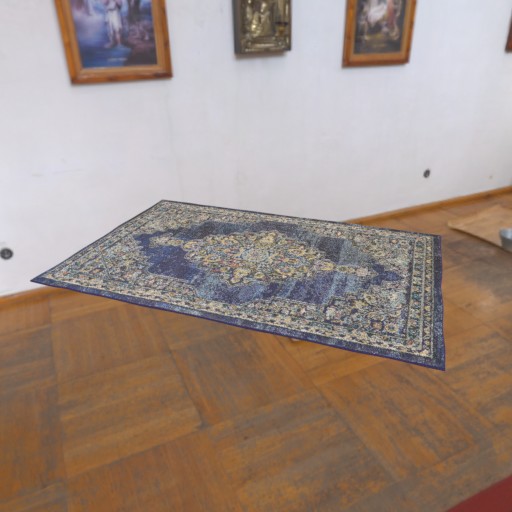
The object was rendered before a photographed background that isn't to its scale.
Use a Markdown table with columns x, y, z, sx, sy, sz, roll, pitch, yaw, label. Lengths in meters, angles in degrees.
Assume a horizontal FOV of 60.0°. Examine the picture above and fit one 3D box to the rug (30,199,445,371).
| x | y | z | sx | sy | sz | roll | pitch | yaw | label |
| --- | --- | --- | --- | --- | --- | --- | --- | --- | --- |
| 0.000 | 0.000 | 2.253 | 1.781 | 0.012 | 1.184 | 9 | 28 | 18 | rug |
